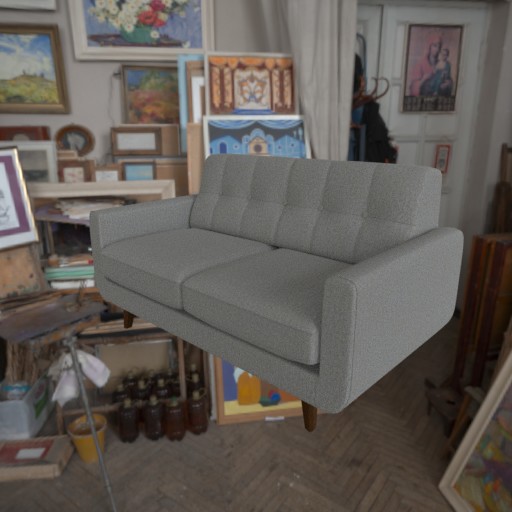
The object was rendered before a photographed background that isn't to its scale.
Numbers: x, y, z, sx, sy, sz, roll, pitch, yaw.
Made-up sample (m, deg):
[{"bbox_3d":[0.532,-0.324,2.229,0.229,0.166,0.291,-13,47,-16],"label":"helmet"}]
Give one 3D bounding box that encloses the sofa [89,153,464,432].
[{"bbox_3d":[0.000,0.000,2.205,1.651,0.925,0.952,15,22,41],"label":"sofa"}]
